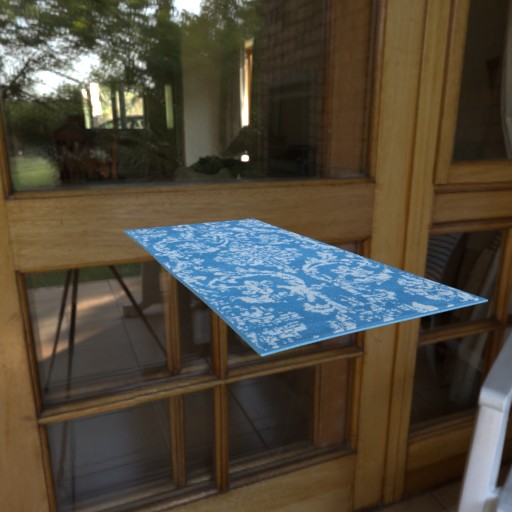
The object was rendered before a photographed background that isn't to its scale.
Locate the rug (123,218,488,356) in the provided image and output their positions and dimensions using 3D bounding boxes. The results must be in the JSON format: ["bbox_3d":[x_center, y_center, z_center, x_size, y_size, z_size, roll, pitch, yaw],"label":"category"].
[{"bbox_3d":[0.000,0.000,1.435,0.604,0.007,1.219,-8,17,-26],"label":"rug"}]
